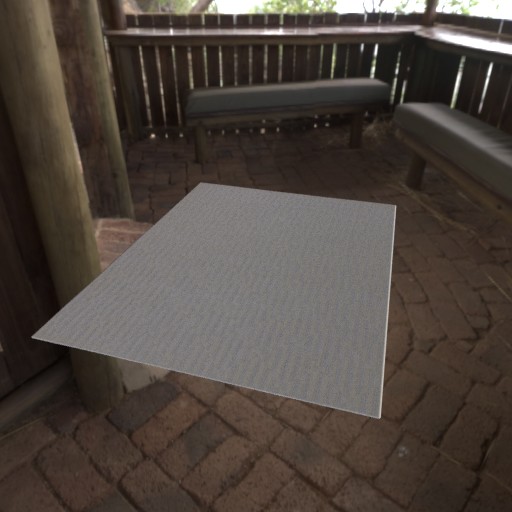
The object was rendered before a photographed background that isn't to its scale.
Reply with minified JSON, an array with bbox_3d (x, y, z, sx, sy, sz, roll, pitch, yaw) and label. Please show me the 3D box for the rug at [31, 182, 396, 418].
[{"bbox_3d":[0.000,0.000,4.091,2.410,0.021,3.055,9,32,14],"label":"rug"}]
